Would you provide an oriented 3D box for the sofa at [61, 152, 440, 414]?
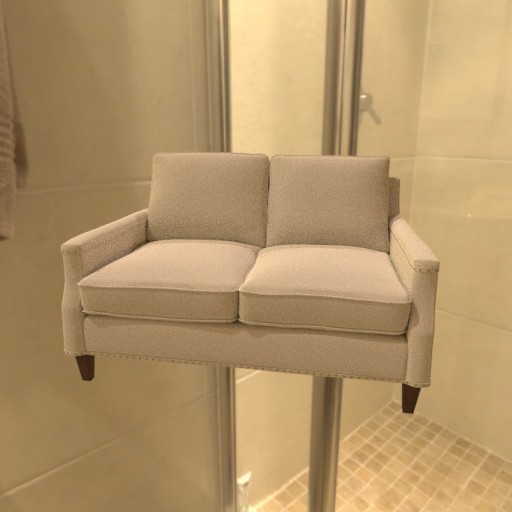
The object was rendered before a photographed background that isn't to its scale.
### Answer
[{"bbox_3d":[0.000,0.000,2.275,1.597,1.003,1.084,3,16,10],"label":"sofa"}]
